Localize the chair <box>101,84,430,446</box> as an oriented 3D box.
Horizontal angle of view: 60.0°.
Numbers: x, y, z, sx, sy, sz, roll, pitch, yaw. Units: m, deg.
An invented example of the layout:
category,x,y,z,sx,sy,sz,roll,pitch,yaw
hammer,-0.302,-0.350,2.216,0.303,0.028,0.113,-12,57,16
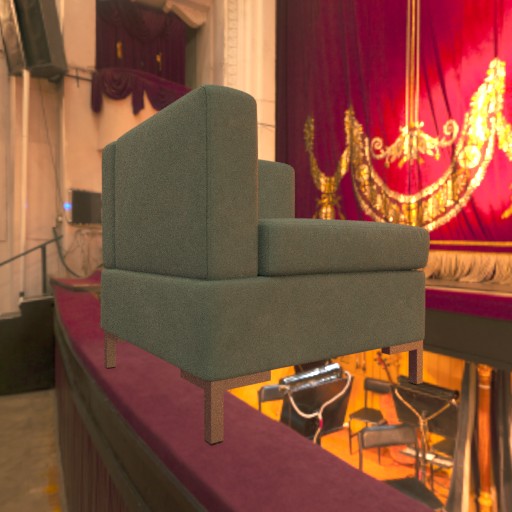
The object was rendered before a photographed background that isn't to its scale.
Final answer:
category,x,y,z,sx,sy,sz,roll,pitch,yaw
chair,0.000,0.000,1.228,0.680,0.660,0.680,-1,1,-35
